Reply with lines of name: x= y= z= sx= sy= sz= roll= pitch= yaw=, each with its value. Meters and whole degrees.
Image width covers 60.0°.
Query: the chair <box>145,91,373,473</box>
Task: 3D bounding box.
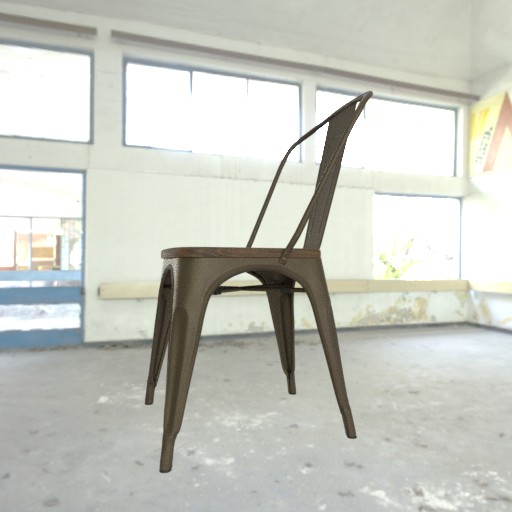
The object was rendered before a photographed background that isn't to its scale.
chair: x=0.000 y=0.000 z=1.151 sx=0.532 sy=0.844 sz=0.451 roll=0 pitch=-1 yaw=-18
